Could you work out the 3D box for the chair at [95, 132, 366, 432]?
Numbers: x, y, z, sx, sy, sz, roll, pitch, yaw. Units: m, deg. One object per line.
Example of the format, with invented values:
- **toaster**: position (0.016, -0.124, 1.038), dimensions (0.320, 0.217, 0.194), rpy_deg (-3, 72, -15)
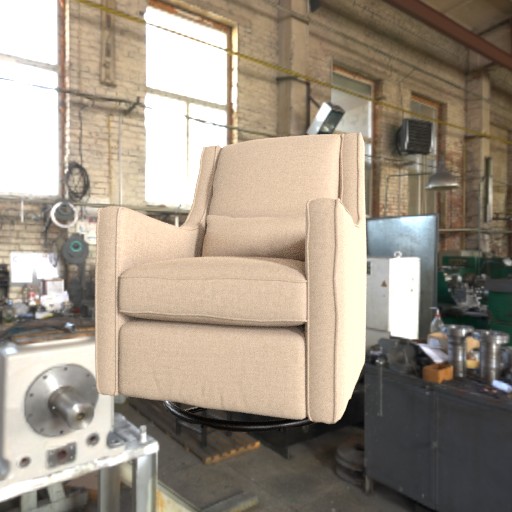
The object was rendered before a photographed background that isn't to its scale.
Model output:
- **chair**: position (0.000, 0.000, 1.582), dimensions (0.732, 0.993, 0.879), rpy_deg (0, 1, 19)
